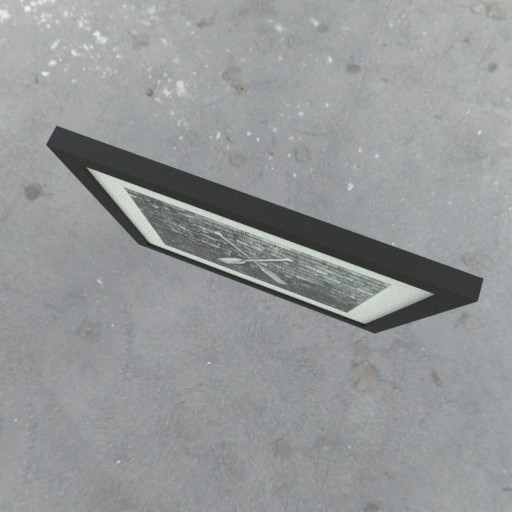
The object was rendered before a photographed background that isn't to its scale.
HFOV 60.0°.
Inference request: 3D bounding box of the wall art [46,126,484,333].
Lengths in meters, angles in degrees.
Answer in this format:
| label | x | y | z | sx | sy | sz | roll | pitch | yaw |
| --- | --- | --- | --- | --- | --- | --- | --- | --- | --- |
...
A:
| label | x | y | z | sx | sy | sz | roll | pitch | yaw |
| --- | --- | --- | --- | --- | --- | --- | --- | --- | --- |
| wall art | 0.000 | 0.000 | 0.759 | 0.558 | 0.457 | 0.029 | 20 | 76 | 5 |
